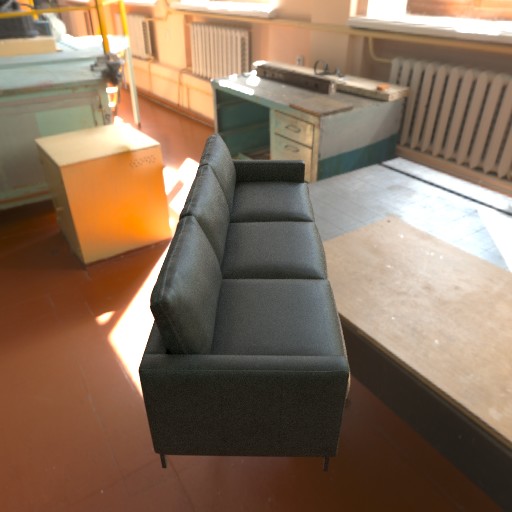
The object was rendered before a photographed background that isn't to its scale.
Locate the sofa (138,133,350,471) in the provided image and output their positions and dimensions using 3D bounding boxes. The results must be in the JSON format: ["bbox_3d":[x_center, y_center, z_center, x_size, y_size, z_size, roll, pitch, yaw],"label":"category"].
[{"bbox_3d":[0.000,0.000,2.372,0.748,0.805,2.029,1,32,1],"label":"sofa"}]
